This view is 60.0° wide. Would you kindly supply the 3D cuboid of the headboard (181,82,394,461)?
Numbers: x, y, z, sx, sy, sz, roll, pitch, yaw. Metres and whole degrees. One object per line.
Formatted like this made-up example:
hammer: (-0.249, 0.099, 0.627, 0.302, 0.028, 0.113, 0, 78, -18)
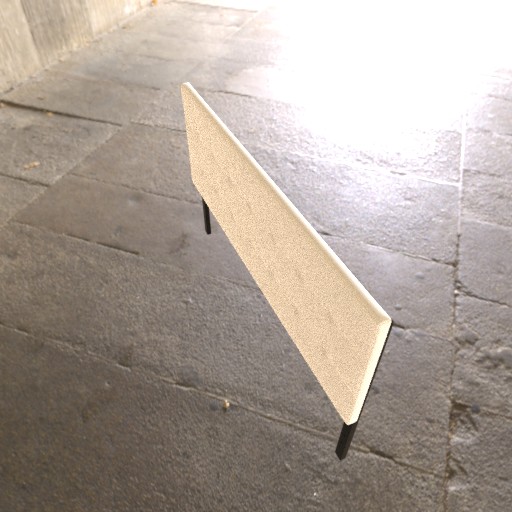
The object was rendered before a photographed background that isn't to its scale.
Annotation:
headboard: (0.000, 0.000, 2.907, 0.120, 1.410, 2.362, -18, 47, -18)
